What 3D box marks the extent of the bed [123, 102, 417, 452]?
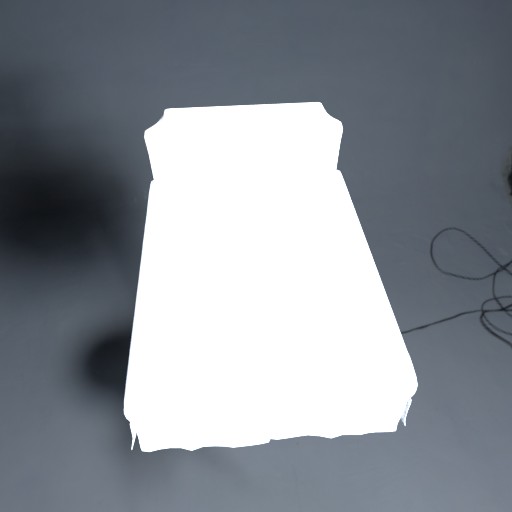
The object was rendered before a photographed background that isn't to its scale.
[{"bbox_3d":[0.000,0.000,3.536,1.977,1.293,2.498,-4,47,-4],"label":"bed"}]
